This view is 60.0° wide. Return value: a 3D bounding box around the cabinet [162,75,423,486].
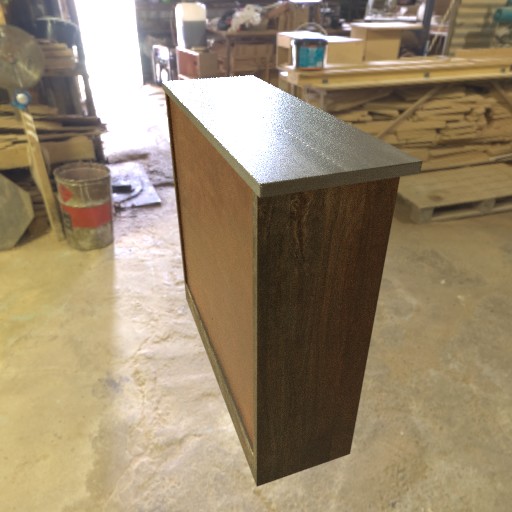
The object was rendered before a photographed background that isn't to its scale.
[{"bbox_3d":[0.000,0.000,1.425,0.338,0.919,0.968,-11,33,-17],"label":"cabinet"}]
